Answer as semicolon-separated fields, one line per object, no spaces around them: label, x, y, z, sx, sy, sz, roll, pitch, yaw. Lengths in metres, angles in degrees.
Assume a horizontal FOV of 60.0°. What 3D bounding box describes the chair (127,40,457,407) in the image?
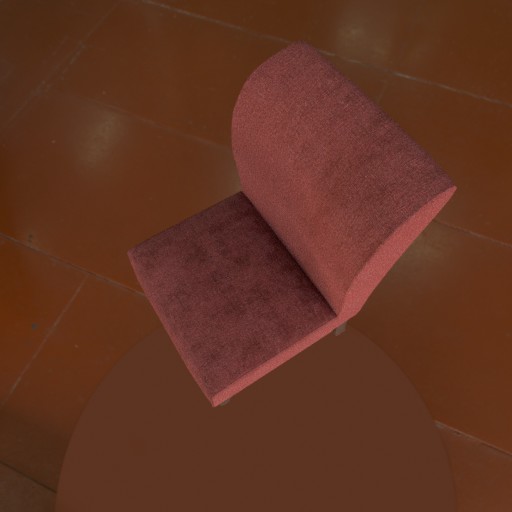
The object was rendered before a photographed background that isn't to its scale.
chair;0.000;0.000;1.269;0.640;0.846;0.538;-29;67;-14
